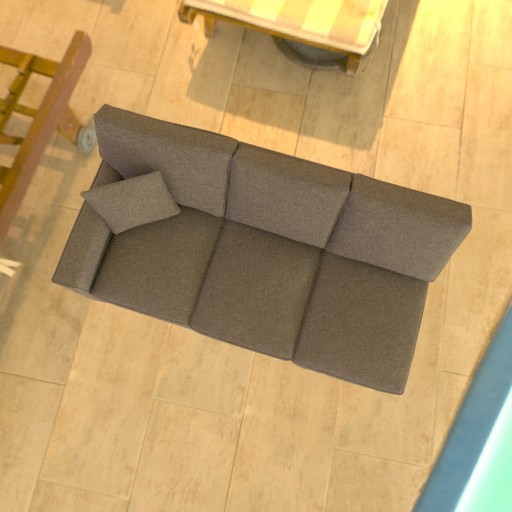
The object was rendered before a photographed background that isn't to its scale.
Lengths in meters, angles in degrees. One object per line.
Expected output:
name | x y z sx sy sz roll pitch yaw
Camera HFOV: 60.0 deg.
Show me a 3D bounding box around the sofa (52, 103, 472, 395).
sofa | 0.000 0.000 2.523 1.963 0.946 1.034 17 77 4
